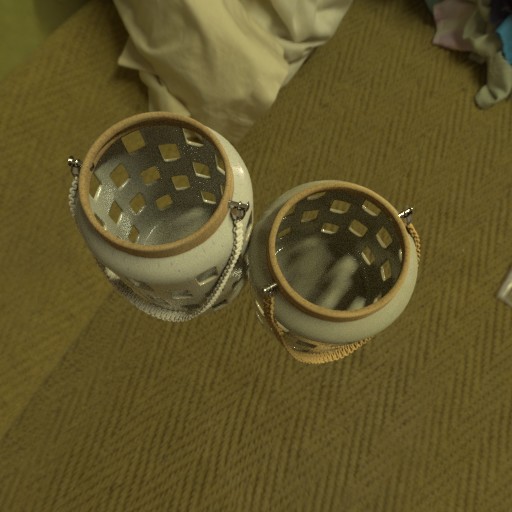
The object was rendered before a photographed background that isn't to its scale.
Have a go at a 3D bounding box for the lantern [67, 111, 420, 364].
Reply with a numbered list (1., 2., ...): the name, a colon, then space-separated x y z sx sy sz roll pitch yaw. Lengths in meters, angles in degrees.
1. lantern: 0.000 0.000 0.485 0.347 0.255 0.184 15 75 4
